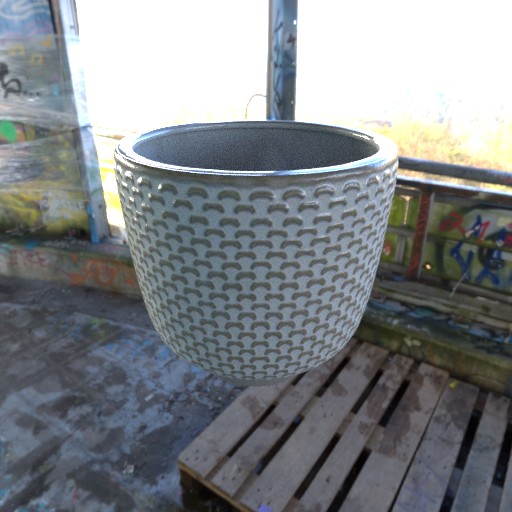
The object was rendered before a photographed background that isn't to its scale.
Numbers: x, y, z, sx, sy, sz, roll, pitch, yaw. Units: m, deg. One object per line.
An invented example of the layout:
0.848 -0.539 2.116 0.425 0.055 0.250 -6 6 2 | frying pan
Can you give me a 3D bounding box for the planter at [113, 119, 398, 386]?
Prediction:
0.000 0.000 0.309 0.173 0.160 0.173 0 25 0 | planter
